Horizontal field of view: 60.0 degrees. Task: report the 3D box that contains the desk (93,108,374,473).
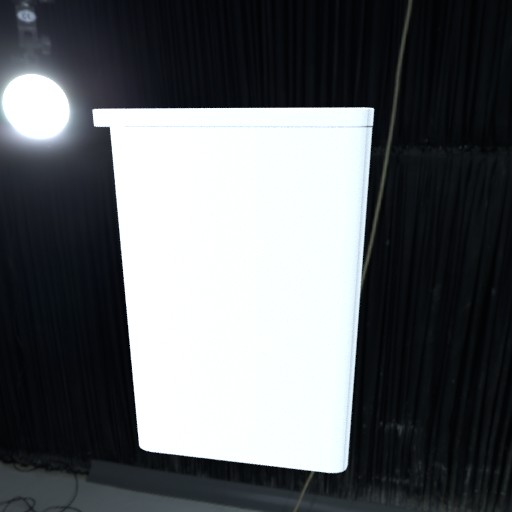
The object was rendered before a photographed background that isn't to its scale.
[{"bbox_3d":[0.000,0.000,1.297,0.549,0.800,0.762,3,17,9],"label":"desk"}]
